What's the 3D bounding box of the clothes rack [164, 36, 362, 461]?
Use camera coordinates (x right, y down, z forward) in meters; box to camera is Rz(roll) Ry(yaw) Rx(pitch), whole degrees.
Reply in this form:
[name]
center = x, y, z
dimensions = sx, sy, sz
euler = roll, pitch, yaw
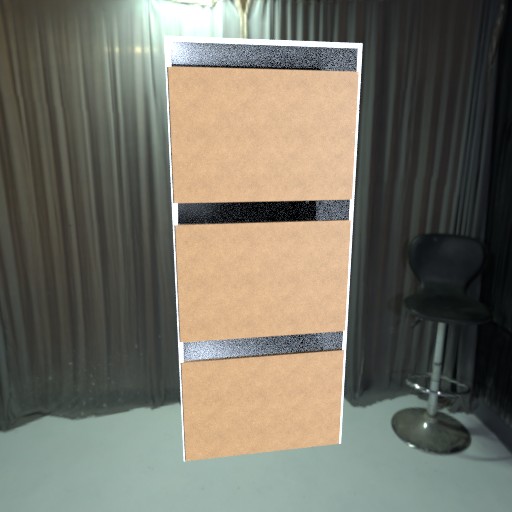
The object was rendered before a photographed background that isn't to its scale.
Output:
[clothes rack]
center = 0.000, 0.000, 1.400
dimensions = 0.500, 1.187, 0.330
euler = -2, 14, -9
